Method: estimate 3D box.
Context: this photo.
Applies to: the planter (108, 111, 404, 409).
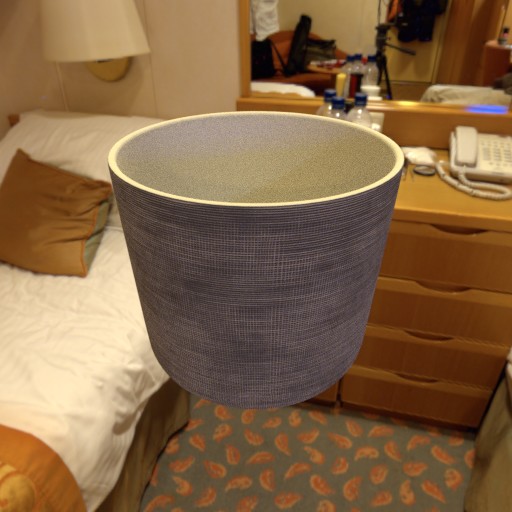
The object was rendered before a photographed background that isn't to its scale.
[{"bbox_3d":[0.000,0.000,0.785,0.440,0.398,0.440,0,31,0],"label":"planter"}]
